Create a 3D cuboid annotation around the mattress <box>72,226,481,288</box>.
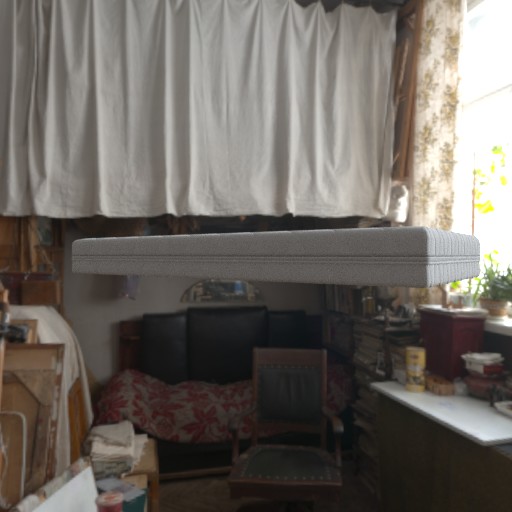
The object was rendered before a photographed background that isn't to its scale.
[{"bbox_3d":[0.000,0.000,2.337,2.000,0.200,0.900,0,0,36],"label":"mattress"}]
